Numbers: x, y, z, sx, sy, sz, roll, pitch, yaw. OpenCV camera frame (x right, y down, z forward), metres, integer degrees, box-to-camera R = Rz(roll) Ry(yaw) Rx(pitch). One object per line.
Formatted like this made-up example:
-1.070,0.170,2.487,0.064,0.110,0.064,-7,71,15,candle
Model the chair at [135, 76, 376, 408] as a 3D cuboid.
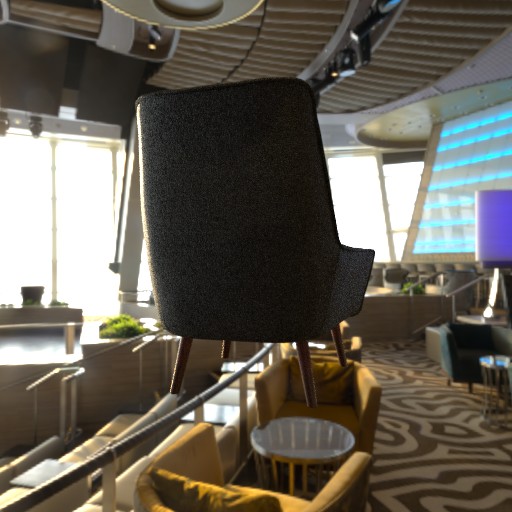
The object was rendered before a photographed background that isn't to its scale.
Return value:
0.000,0.000,1.517,0.763,0.883,0.859,0,-1,17,chair
